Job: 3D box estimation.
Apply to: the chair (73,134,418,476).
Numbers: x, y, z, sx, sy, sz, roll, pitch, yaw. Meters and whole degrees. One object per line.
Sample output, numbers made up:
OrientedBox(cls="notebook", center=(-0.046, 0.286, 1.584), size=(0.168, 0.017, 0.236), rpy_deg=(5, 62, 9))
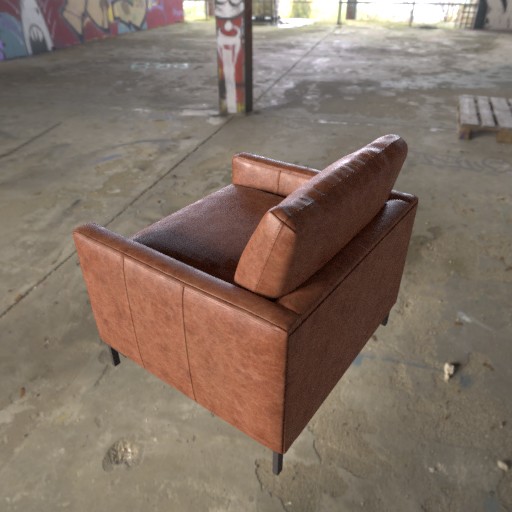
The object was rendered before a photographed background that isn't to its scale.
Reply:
OrientedBox(cls="chair", center=(0.000, 0.000, 1.665), size=(0.862, 0.869, 0.967), rpy_deg=(21, 38, 30))
